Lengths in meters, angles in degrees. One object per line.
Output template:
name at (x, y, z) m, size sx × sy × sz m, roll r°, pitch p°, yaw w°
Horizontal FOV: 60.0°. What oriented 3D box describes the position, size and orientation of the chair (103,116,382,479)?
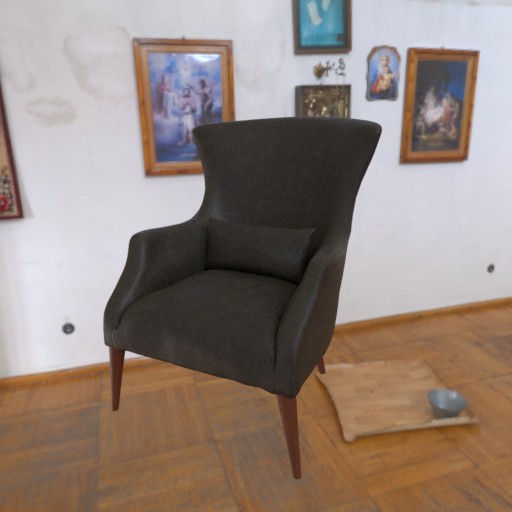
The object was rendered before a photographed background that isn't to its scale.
chair at (0.000, 0.000, 1.734) m, size 0.819 × 1.068 × 0.954 m, roll 8°, pitch 17°, yaw 26°
